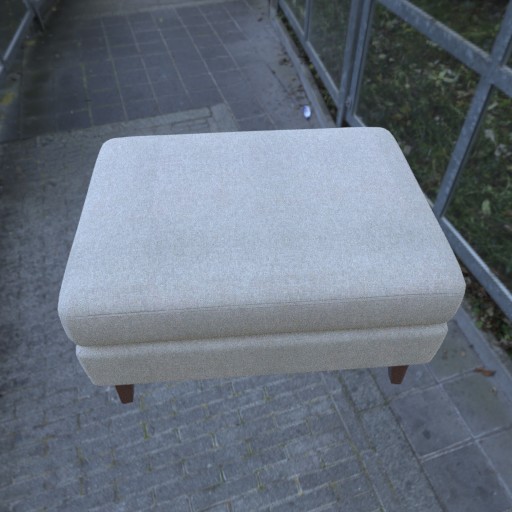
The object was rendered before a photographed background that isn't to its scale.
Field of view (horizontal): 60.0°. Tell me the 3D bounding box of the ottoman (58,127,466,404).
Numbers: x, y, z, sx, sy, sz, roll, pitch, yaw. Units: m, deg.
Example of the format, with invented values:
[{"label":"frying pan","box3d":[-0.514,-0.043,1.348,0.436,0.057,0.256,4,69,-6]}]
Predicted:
[{"label":"ottoman","box3d":[0.000,0.000,1.189,0.823,0.478,0.610,-3,48,-3]}]
